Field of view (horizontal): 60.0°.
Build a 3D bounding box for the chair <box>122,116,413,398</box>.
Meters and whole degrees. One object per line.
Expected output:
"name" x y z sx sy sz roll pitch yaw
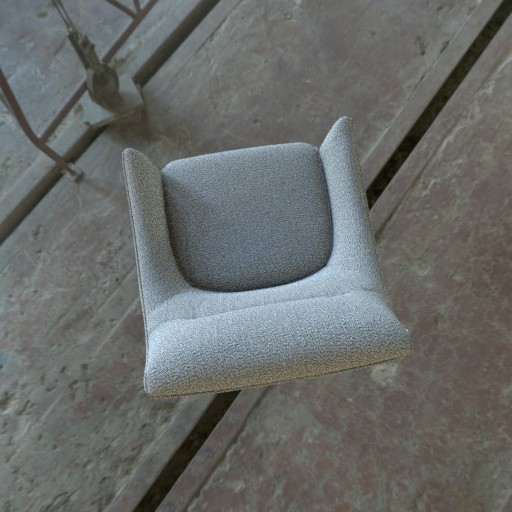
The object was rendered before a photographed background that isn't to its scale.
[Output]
"chair" 0.000 0.000 1.471 0.762 0.838 0.787 -9 77 -2
